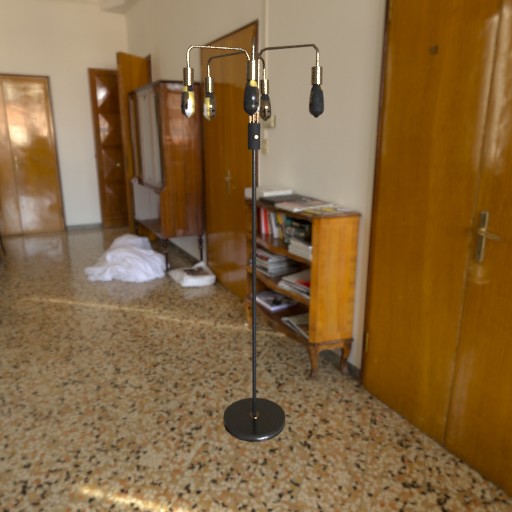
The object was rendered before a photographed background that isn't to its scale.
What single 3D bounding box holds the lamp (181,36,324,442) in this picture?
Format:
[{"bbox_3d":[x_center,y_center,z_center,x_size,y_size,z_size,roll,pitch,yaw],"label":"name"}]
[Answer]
[{"bbox_3d":[0.000,0.000,2.004,0.599,1.721,0.572,8,17,26],"label":"lamp"}]
